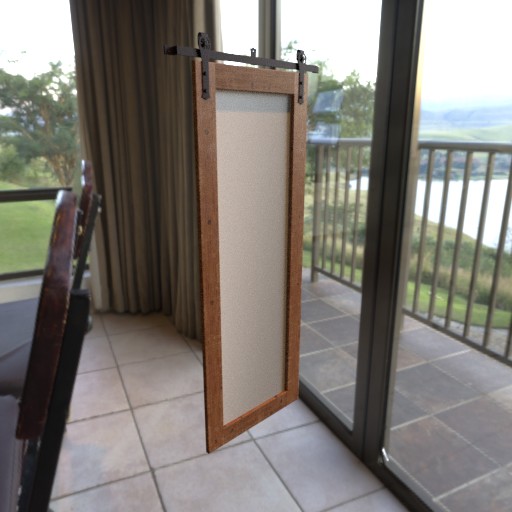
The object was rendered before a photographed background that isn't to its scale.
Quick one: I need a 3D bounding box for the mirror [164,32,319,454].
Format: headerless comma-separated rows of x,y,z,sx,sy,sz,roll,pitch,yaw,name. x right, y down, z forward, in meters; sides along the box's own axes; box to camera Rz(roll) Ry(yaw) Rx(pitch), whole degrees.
0.000,0.000,2.035,0.847,1.793,0.042,-15,22,-42,mirror
